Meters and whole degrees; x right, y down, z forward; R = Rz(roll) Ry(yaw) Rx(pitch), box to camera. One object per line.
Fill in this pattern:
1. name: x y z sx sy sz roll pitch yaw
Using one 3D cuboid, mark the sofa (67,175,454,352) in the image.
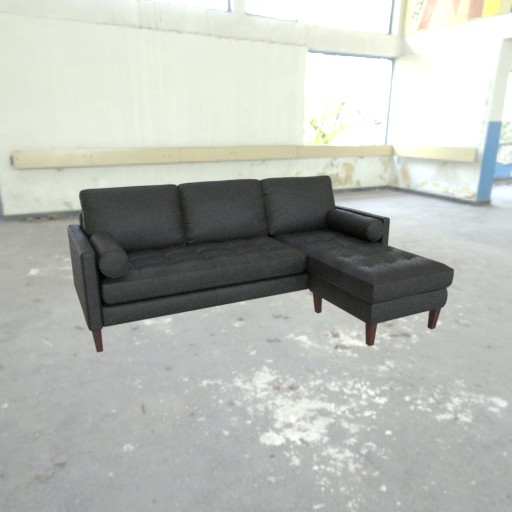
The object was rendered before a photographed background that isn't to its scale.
1. sofa: 0.000 0.000 2.932 2.178 0.876 1.497 -8 18 -26
